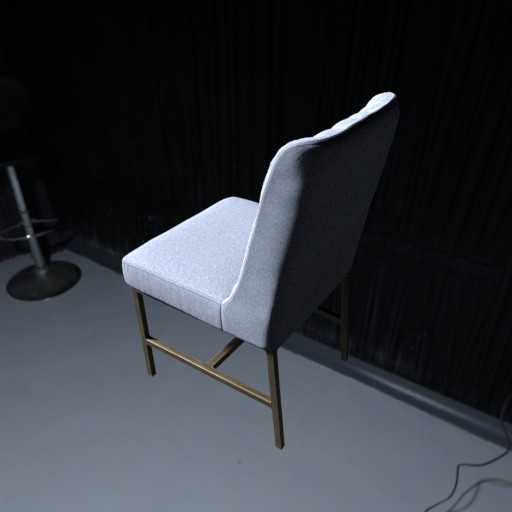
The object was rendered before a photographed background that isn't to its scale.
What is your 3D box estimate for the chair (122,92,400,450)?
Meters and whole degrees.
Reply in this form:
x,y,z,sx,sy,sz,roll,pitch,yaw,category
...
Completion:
x,y,z,sx,sy,sz,roll,pitch,yaw,category
0.000,0.000,1.264,0.587,0.889,0.508,21,38,29,chair
